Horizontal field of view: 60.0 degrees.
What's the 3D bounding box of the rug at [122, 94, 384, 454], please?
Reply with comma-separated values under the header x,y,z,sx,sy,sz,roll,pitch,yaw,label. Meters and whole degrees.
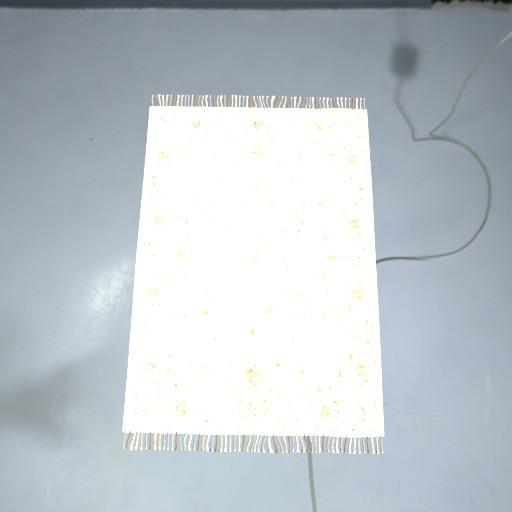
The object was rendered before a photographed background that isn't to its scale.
x,y,z,sx,sy,sz,roll,pitch,yaw,label
0.000,0.000,2.263,1.218,0.017,1.861,1,76,0,rug
